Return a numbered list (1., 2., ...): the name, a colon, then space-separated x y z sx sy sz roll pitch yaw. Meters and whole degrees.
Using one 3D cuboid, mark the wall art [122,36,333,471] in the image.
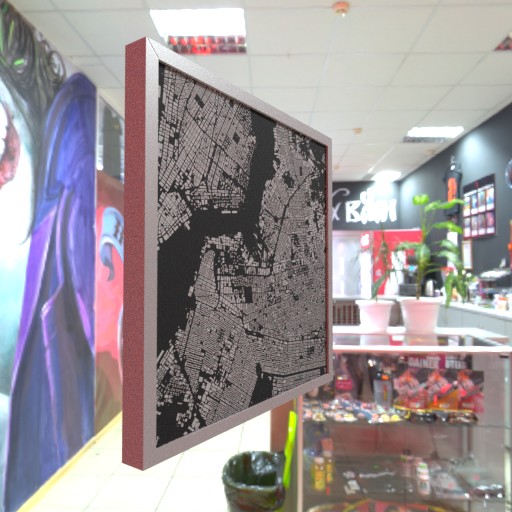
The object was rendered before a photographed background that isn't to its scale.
1. wall art: 0.000 0.000 0.733 0.038 0.506 0.506 -1 -2 35
